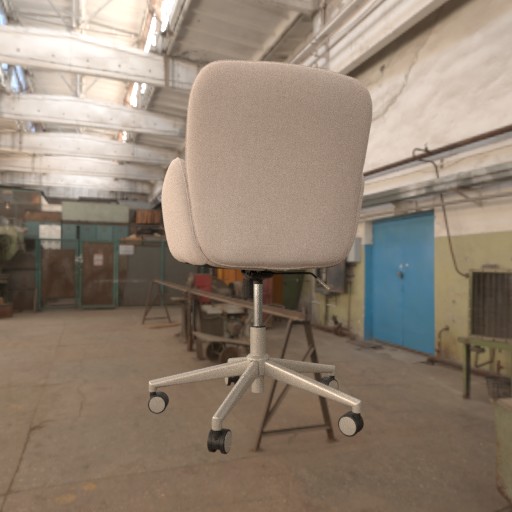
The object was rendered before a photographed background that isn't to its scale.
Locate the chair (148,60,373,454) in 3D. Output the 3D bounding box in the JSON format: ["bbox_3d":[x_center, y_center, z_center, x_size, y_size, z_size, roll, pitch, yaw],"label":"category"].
[{"bbox_3d":[0.000,0.000,1.390,0.648,0.959,0.633,0,-1,-18],"label":"chair"}]
